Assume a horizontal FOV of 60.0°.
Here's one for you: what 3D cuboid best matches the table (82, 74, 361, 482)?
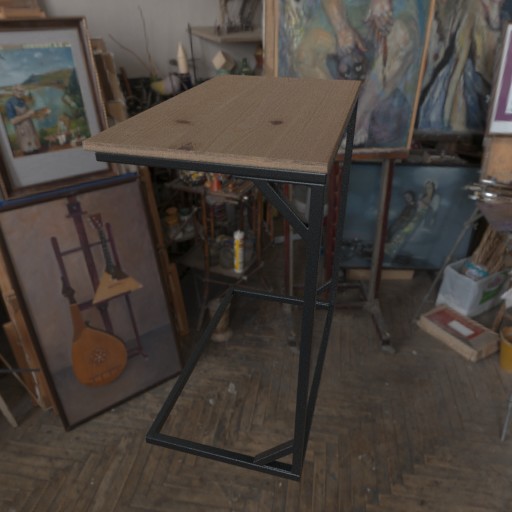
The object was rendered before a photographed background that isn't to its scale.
[{"bbox_3d":[0.000,0.000,1.012,0.351,0.673,0.597,8,32,13],"label":"table"}]
